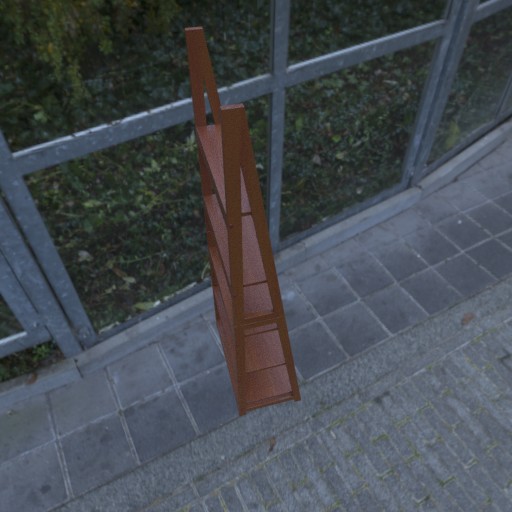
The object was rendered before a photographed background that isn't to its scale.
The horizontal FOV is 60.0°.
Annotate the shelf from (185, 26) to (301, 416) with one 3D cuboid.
[{"bbox_3d":[0.000,0.000,2.023,0.356,1.780,0.630,-11,46,-11],"label":"shelf"}]
